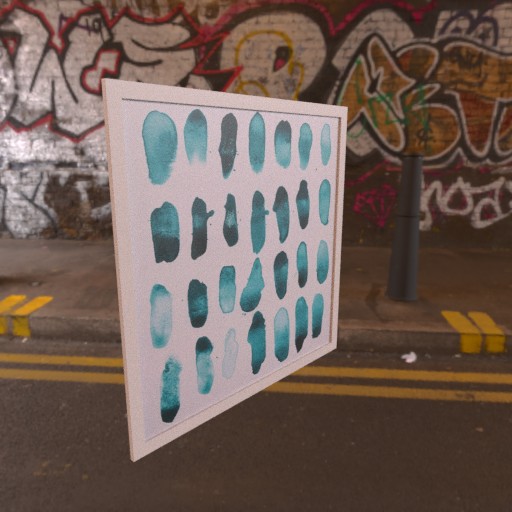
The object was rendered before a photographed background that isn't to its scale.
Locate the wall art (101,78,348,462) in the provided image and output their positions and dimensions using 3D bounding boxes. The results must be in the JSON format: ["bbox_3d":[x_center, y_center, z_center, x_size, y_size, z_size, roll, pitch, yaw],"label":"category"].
[{"bbox_3d":[0.000,0.000,1.194,0.013,0.813,0.812,13,19,42],"label":"wall art"}]
